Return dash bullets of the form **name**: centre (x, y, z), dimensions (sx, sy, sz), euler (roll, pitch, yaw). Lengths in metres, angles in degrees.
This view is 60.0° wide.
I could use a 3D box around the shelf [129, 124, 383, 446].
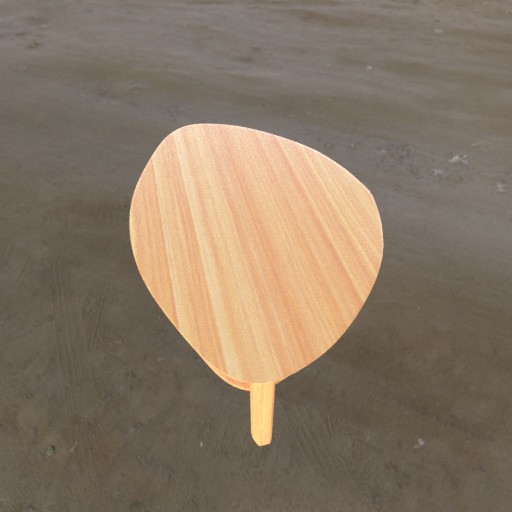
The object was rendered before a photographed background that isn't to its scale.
- **shelf**: centre (0.000, 0.000, 1.669), dimensions (0.845, 0.440, 1.246), euler (-10, 47, -10)
